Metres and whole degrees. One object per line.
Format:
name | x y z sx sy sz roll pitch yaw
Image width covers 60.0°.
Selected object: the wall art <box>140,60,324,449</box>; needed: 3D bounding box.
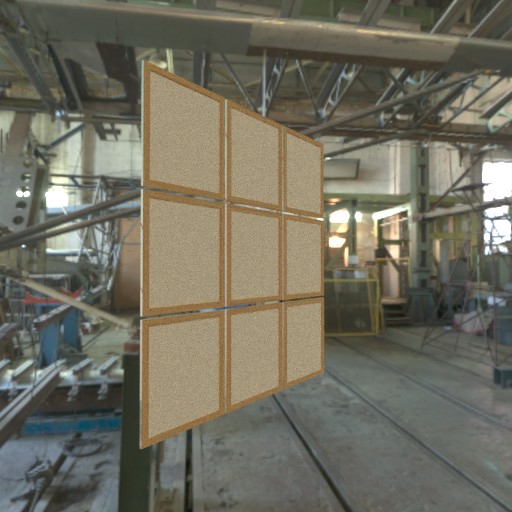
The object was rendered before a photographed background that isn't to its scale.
wall art | 0.000 0.000 2.348 0.013 1.523 1.517 -1 -2 36
